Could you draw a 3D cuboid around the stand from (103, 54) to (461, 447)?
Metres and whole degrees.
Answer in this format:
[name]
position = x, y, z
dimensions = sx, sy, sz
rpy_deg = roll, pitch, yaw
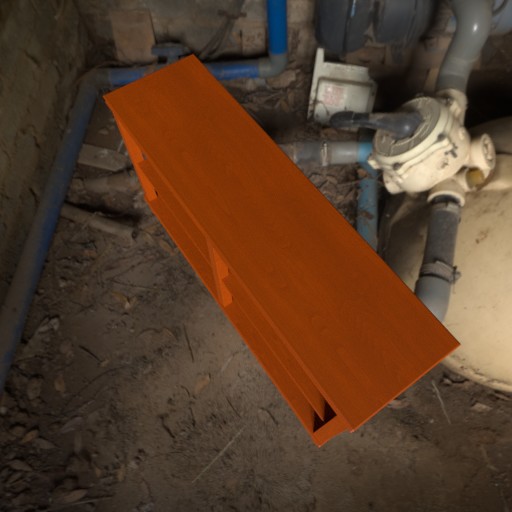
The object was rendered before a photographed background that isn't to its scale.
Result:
[stand]
position = 0.000, 0.000, 1.726
dimensions = 0.381, 0.762, 1.372
rpy_deg = -32, 68, -15
